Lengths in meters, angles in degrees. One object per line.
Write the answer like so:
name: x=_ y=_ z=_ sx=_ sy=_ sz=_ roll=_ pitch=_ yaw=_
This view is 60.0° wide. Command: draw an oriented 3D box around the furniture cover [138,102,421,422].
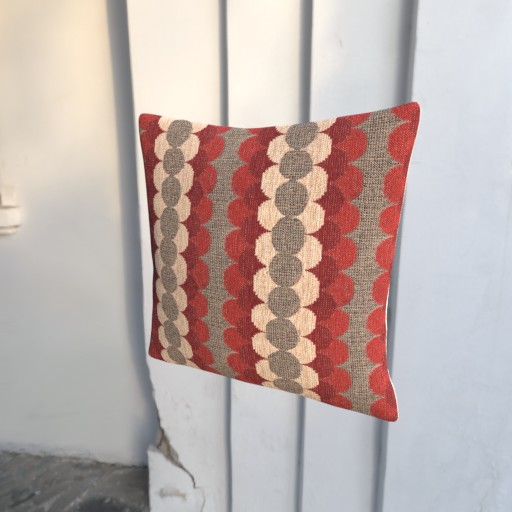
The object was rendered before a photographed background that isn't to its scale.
furniture cover: x=0.000 y=0.000 z=0.655 sx=0.435 sy=0.420 sz=0.145 roll=7 pitch=14 yaw=27
